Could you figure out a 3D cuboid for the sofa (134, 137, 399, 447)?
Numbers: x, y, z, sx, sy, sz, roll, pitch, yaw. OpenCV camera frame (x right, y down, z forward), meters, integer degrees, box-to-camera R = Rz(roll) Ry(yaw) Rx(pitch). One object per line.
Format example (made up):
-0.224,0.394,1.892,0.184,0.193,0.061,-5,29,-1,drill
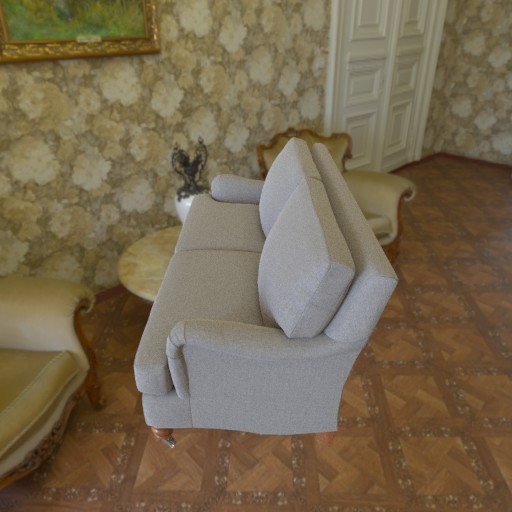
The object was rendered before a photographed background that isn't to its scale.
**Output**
0.000,0.000,2.796,1.087,1.054,2.160,0,28,0,sofa
